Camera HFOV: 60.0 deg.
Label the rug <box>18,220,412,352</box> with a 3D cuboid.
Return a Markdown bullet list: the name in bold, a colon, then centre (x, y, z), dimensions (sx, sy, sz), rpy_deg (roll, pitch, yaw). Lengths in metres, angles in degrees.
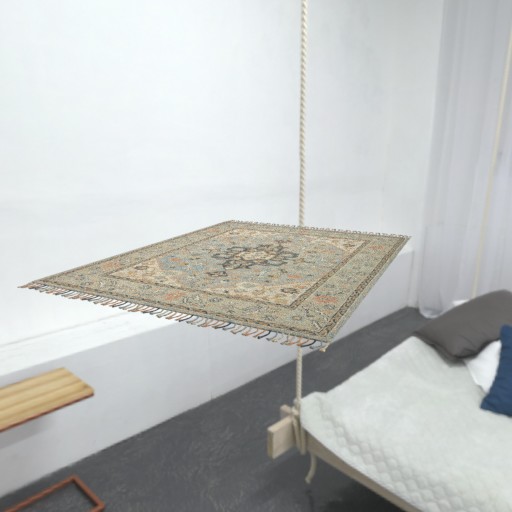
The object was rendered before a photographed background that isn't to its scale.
- **rug**: centre (0.000, 0.000, 4.164), dimensions (2.379, 0.011, 3.221), rpy_deg (7, 16, 26)
